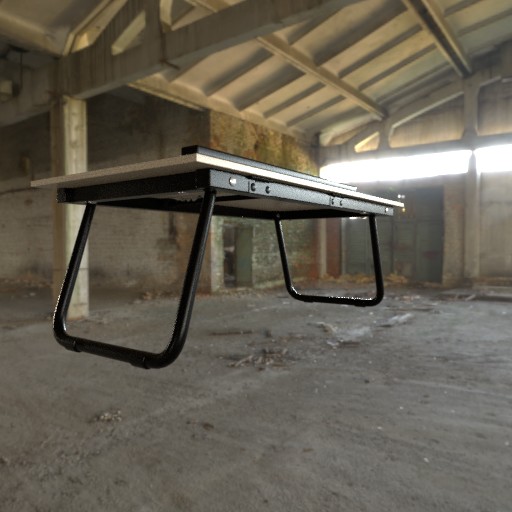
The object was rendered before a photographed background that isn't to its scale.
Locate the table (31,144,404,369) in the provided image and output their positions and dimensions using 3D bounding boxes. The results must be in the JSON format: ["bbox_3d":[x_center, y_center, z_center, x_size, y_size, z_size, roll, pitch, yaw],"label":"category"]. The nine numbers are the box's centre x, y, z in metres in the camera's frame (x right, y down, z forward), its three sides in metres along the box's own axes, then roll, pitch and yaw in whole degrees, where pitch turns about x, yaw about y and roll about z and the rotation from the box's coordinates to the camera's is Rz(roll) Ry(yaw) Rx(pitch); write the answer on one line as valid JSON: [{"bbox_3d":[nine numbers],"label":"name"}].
[{"bbox_3d":[0.000,0.000,0.794,0.322,0.242,0.644,1,2,36],"label":"table"}]
